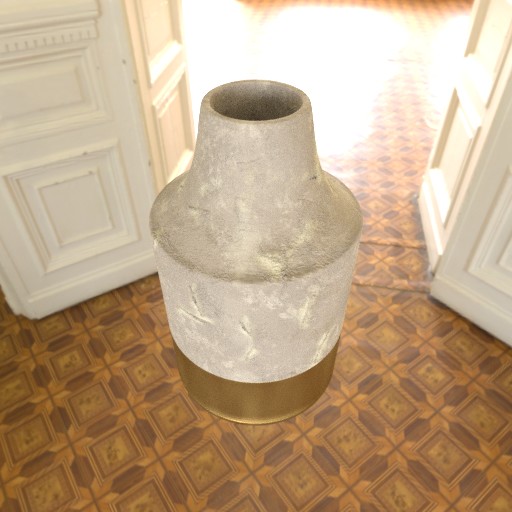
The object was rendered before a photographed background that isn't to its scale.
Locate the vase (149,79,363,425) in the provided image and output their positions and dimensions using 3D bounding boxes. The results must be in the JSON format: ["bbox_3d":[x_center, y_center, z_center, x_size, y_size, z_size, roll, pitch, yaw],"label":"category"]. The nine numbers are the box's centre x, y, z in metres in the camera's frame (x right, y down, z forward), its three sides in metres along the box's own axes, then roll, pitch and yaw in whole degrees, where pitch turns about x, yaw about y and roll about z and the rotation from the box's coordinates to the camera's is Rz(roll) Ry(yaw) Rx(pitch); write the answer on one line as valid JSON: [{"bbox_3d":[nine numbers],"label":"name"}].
[{"bbox_3d":[0.000,0.000,0.421,0.184,0.305,0.184,0,42,0],"label":"vase"}]
